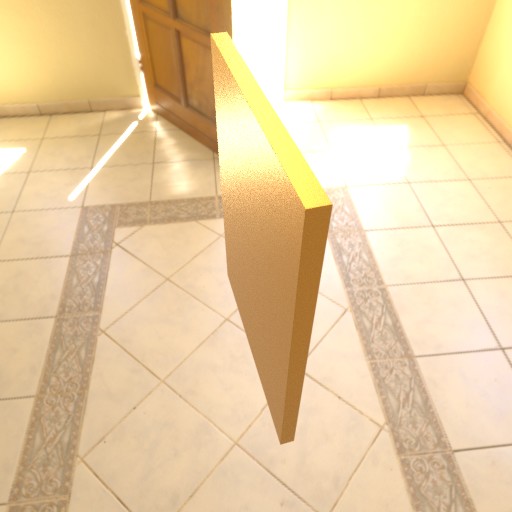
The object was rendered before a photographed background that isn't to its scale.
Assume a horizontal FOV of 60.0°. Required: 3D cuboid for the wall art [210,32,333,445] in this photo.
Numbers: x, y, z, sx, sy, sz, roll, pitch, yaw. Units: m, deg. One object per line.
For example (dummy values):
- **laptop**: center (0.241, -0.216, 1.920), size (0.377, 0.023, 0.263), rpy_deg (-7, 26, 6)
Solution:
- **wall art**: center (0.000, 0.000, 1.071), size (0.038, 0.812, 0.610), rpy_deg (-12, 48, -11)
